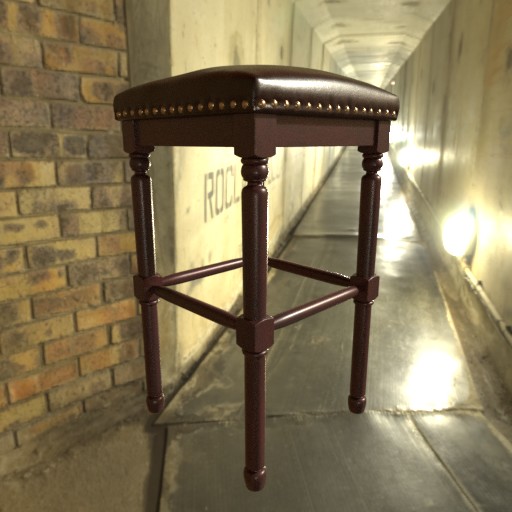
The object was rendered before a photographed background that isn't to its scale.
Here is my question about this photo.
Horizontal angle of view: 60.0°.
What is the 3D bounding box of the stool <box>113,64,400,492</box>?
[{"bbox_3d":[0.000,0.000,0.894,0.383,0.702,0.382,-14,20,-43],"label":"stool"}]
